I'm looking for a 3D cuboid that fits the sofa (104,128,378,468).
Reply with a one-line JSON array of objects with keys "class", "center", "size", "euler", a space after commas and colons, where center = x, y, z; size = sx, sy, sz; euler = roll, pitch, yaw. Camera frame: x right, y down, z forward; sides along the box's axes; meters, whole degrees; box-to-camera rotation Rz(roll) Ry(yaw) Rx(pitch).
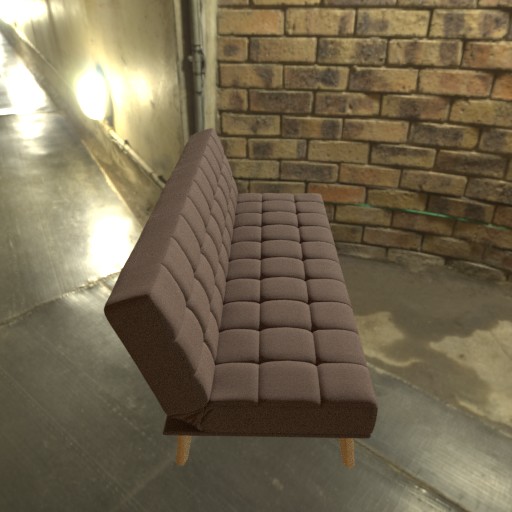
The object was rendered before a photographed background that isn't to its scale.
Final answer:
[{"class": "sofa", "center": [0.000, 0.000, 2.216], "size": [0.860, 0.810, 1.800], "euler": [1, 31, 1]}]
